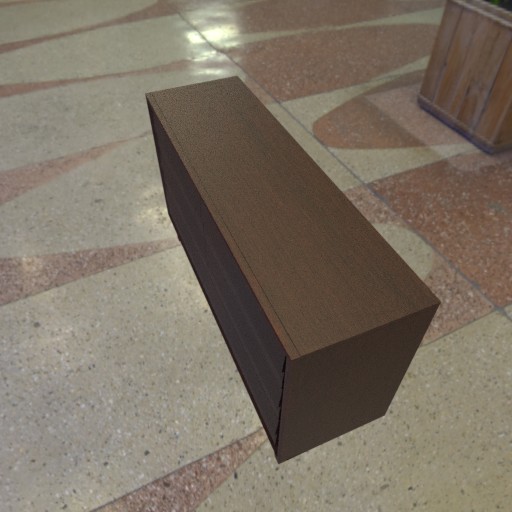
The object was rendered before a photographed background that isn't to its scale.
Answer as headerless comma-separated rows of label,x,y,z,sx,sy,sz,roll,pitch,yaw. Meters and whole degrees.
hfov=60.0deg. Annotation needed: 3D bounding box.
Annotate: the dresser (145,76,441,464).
dresser,0.000,0.000,2.090,0.499,0.971,1.609,-17,49,-16
